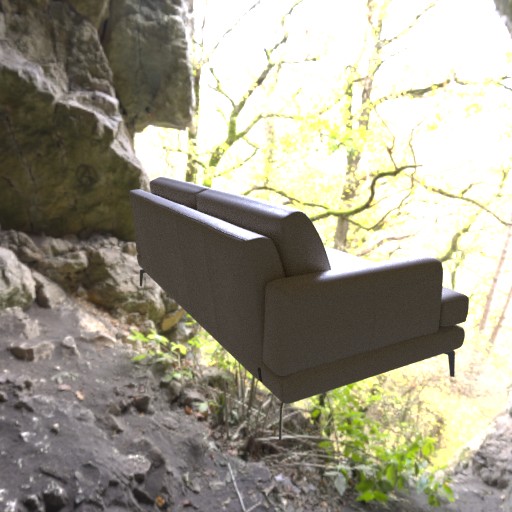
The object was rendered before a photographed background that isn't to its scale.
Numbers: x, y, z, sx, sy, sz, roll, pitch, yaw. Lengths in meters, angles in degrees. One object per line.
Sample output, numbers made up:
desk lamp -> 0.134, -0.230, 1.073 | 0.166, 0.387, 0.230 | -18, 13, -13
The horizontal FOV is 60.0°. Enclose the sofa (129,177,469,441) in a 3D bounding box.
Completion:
sofa -> 0.000, 0.000, 2.402 | 0.974, 0.765, 1.940 | -8, 17, -27
